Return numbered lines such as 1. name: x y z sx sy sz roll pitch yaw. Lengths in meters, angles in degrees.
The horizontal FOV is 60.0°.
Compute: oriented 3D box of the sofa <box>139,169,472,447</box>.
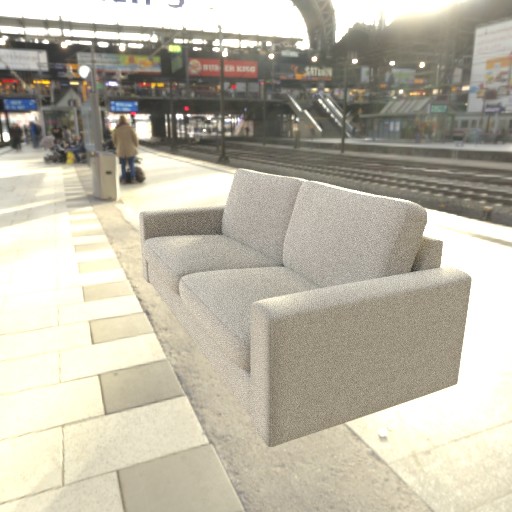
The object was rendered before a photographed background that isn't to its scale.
1. sofa: 0.000 0.000 2.649 1.016 0.873 2.179 -8 18 -25
